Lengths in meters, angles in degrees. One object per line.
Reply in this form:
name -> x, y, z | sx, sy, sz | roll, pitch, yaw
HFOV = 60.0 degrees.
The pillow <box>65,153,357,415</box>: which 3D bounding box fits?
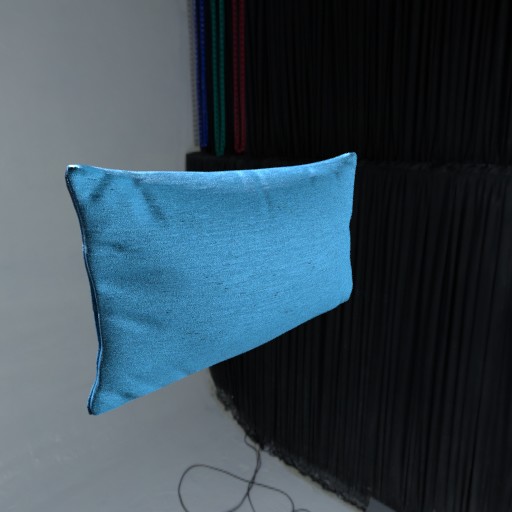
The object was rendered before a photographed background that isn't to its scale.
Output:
pillow -> 0.000, 0.000, 0.774 | 0.210, 0.338, 0.633 | 14, 20, 42
